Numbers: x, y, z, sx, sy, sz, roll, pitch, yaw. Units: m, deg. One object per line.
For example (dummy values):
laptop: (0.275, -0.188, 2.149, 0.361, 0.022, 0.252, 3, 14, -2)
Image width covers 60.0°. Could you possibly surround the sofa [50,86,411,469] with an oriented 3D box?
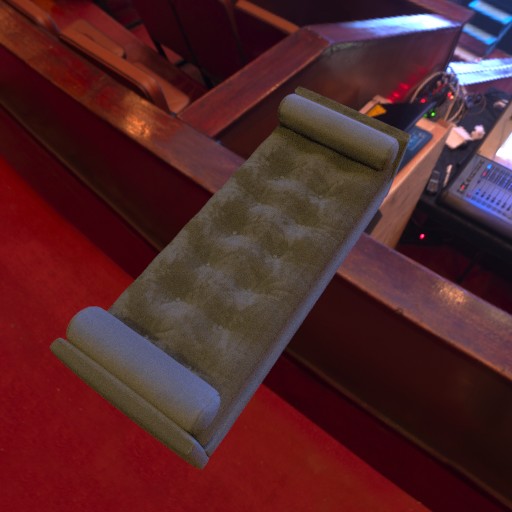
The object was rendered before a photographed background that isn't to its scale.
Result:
sofa: (0.000, 0.000, 2.494, 0.796, 0.705, 2.102, 30, 64, 17)
